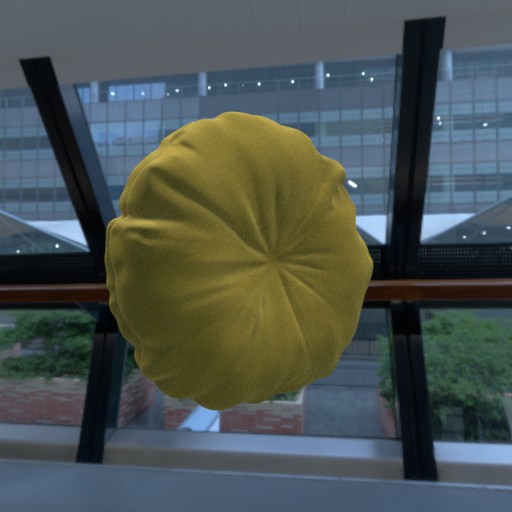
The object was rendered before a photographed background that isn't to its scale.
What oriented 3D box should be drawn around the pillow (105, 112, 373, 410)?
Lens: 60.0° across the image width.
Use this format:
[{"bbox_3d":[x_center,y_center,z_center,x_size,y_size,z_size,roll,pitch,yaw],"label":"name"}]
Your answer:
[{"bbox_3d":[0.000,0.000,0.647,0.428,0.407,0.148,1,-2,-37],"label":"pillow"}]
